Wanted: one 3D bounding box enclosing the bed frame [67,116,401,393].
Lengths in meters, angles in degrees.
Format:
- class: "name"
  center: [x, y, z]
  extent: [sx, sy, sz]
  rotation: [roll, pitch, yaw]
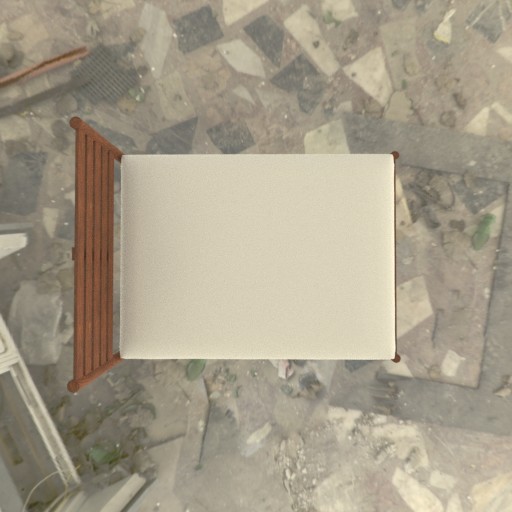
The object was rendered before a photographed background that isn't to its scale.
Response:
- class: "bed frame"
  center: [0.000, 0.000, 3.288]
  extent: [2.234, 1.321, 1.655]
  rotation: [0, 89, 1]
